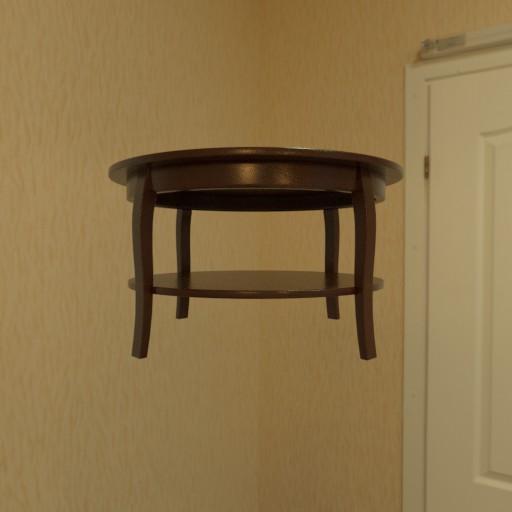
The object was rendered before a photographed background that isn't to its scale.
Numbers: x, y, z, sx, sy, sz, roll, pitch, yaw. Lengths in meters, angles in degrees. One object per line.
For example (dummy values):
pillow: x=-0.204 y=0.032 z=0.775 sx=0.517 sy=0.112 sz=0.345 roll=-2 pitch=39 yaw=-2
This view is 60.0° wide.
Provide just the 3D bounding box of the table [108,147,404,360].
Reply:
table: x=0.000 y=0.000 z=1.447 sx=0.911 sy=0.512 sz=0.911 roll=0 pitch=2 yaw=0
